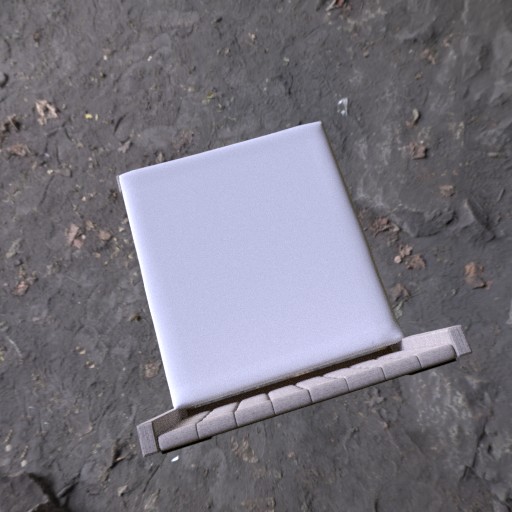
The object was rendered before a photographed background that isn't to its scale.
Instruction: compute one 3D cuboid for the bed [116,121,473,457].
[{"bbox_3d":[0.000,0.000,3.709,2.044,1.748,2.372,-16,76,-4],"label":"bed"}]
